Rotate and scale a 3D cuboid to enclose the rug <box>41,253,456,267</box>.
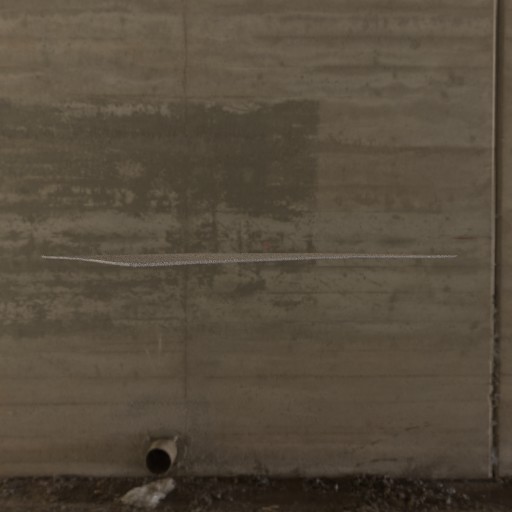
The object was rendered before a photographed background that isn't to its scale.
[{"bbox_3d":[0.000,0.000,2.241,1.773,0.021,1.149,-1,2,-37],"label":"rug"}]
